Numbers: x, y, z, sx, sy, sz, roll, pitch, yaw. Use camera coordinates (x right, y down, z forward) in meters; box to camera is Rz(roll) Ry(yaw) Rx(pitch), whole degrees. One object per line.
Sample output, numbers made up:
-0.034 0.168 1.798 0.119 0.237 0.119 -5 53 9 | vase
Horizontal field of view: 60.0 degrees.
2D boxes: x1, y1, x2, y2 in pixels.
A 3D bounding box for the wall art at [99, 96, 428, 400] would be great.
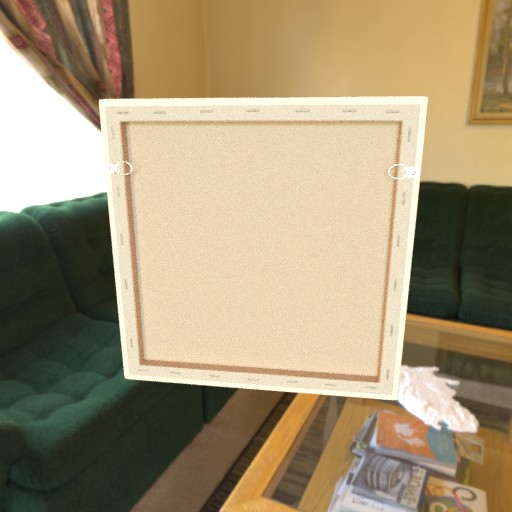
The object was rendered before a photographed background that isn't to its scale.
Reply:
0.000 0.000 1.356 0.912 0.914 0.039 2 16 8 | wall art
